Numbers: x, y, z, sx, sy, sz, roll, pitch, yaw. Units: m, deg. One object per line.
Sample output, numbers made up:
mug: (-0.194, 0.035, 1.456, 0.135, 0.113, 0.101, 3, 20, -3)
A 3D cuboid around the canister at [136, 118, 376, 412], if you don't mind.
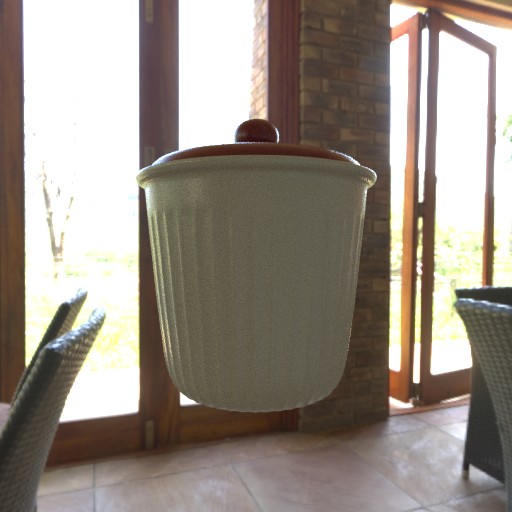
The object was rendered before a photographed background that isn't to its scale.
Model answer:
canister: (0.000, 0.000, 0.345, 0.181, 0.211, 0.181, 0, 1, 0)
